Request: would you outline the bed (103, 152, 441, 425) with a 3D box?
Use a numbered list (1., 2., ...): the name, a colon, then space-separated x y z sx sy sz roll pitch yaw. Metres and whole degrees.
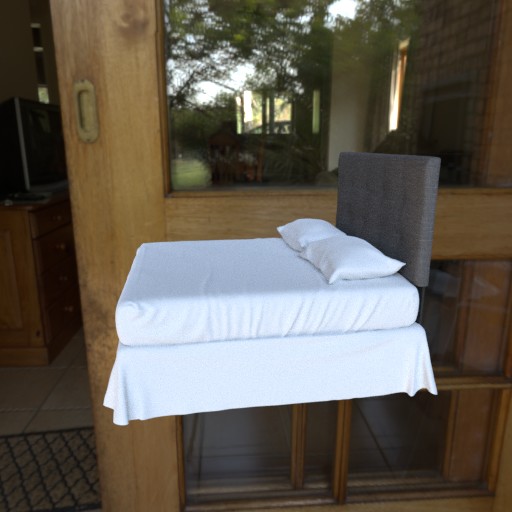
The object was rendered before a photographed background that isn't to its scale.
1. bed: 0.000 0.000 3.517 2.222 1.577 1.936 -2 15 -9
